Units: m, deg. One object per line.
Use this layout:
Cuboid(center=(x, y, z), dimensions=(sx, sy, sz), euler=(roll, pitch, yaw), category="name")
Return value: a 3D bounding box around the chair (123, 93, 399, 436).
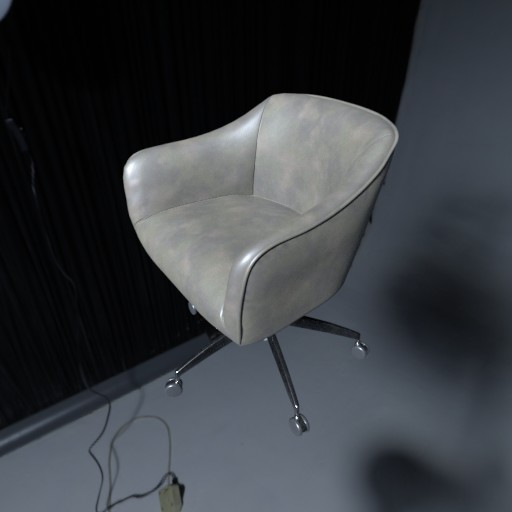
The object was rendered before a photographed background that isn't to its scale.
Cuboid(center=(0.000, 0.000, 1.348), dimensions=(0.689, 0.827, 0.713), euler=(-20, 37, -28), category="chair")
